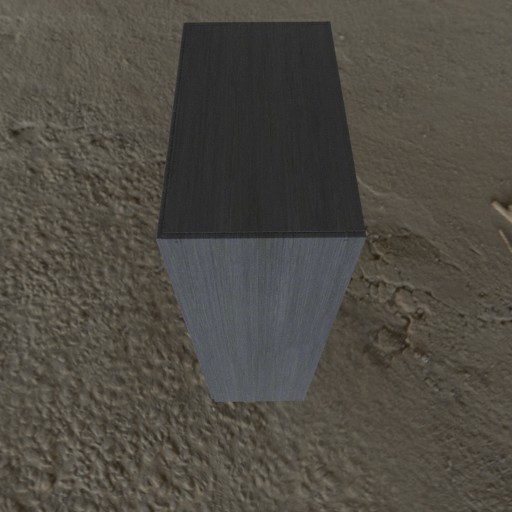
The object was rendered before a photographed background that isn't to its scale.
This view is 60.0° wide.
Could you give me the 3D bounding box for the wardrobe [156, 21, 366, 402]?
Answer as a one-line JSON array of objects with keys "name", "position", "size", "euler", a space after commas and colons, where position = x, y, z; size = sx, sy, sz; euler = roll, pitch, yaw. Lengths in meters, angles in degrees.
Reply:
[{"name": "wardrobe", "position": [0.000, 0.000, 2.204], "size": [0.577, 1.808, 0.991], "euler": [-1, 59, 0]}]
